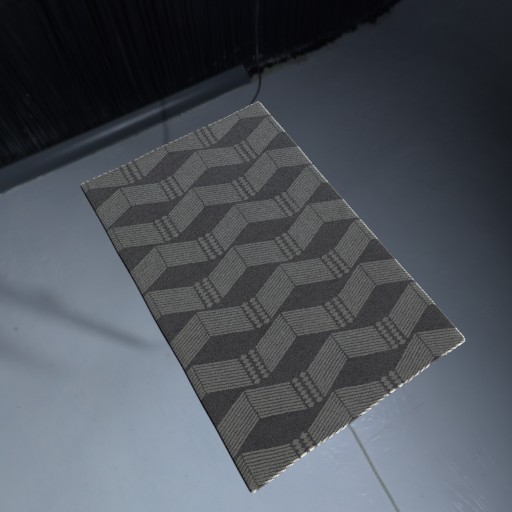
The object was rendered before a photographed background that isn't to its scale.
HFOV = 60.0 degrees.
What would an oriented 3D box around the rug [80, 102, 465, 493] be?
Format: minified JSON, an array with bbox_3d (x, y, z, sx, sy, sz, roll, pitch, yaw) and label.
[{"bbox_3d":[0.000,0.000,2.312,1.210,0.016,1.833,-30,67,-14],"label":"rug"}]
